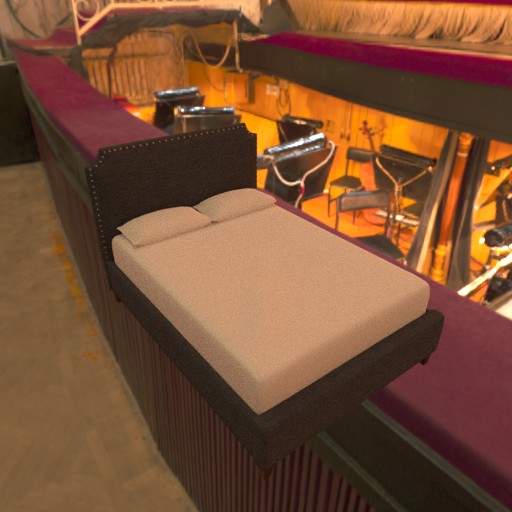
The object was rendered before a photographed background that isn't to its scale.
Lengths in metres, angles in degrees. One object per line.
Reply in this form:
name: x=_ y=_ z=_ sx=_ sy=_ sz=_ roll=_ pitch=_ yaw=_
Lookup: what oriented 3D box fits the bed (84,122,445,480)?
bed: x=0.000 y=0.000 z=3.481 sx=1.713 sy=1.443 sz=2.372 roll=-21 pitch=36 yaw=-32
